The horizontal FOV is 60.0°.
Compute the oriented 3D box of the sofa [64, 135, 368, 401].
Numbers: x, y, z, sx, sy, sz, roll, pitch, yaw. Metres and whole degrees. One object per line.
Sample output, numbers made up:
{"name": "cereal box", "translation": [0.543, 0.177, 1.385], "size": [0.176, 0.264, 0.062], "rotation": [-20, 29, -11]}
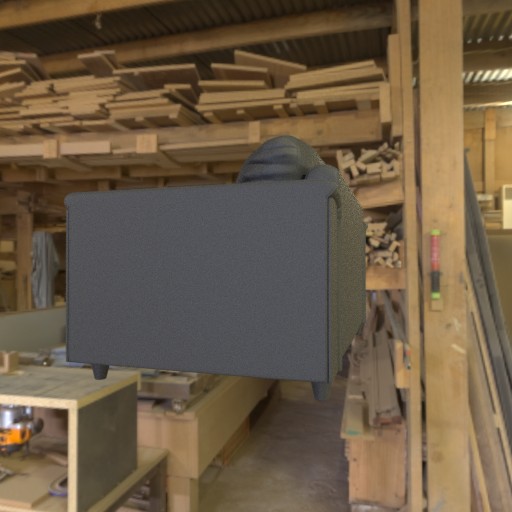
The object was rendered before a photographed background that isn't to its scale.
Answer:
{"name": "sofa", "translation": [0.000, 0.000, 1.967], "size": [0.887, 0.845, 1.386], "rotation": [0, -1, 18]}
